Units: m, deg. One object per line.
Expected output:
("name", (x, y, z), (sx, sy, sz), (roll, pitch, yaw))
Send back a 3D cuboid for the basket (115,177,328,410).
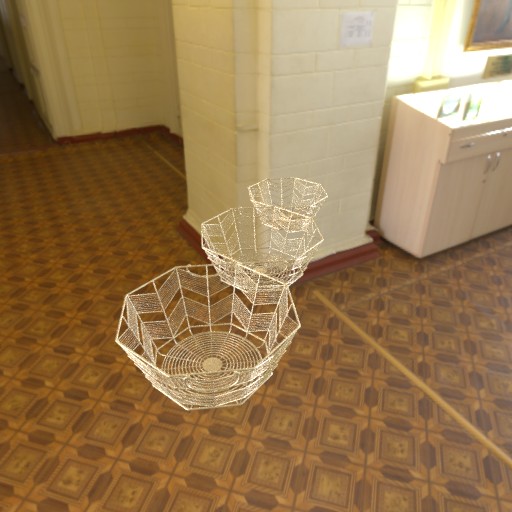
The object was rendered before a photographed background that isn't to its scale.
("basket", (0.000, 0.000, 1.410), (0.432, 0.178, 1.246), (8, 32, 13))
